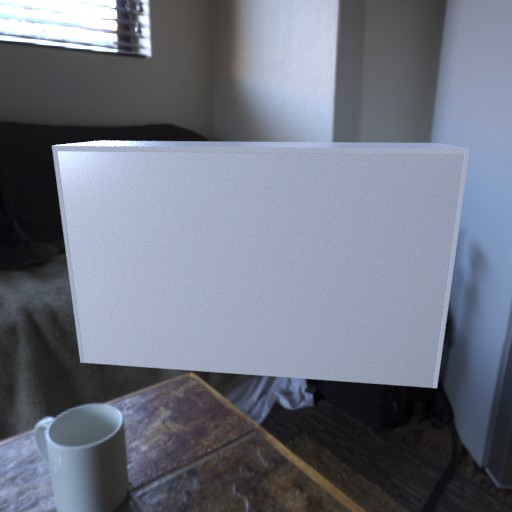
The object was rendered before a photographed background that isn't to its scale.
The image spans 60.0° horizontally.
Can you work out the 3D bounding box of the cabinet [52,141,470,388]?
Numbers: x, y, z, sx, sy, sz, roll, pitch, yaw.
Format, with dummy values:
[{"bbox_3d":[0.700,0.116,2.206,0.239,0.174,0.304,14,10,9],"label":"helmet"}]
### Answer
[{"bbox_3d":[0.000,0.000,1.838,1.450,0.900,0.380,2,17,7],"label":"cabinet"}]
